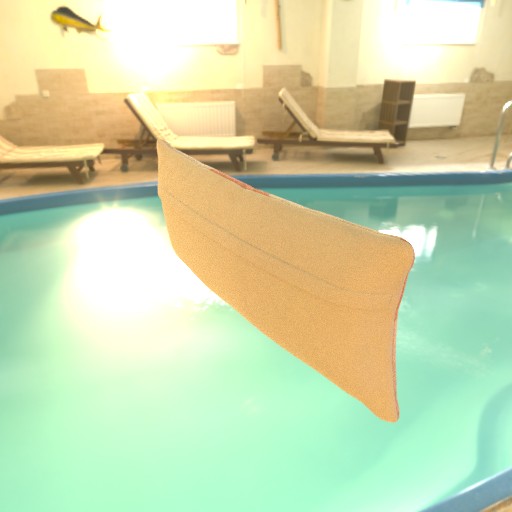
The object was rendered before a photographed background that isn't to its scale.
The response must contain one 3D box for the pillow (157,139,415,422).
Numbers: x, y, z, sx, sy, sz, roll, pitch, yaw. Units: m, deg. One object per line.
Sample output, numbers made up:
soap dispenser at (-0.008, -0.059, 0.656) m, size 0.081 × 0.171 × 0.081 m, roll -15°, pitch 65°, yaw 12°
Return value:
pillow at (0.000, 0.000, 0.733) m, size 0.155 × 0.292 × 0.609 m, roll -17°, pitch 31°, yaw -31°
